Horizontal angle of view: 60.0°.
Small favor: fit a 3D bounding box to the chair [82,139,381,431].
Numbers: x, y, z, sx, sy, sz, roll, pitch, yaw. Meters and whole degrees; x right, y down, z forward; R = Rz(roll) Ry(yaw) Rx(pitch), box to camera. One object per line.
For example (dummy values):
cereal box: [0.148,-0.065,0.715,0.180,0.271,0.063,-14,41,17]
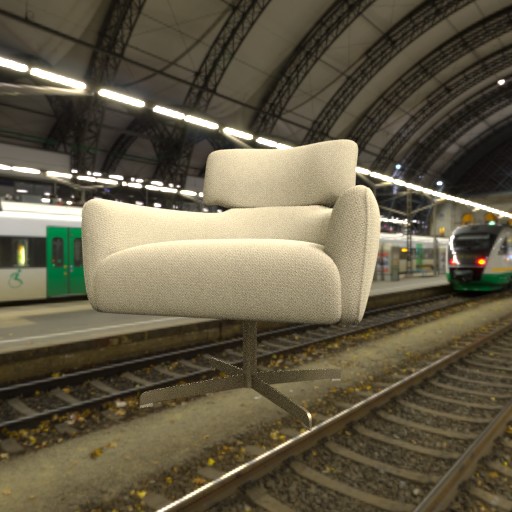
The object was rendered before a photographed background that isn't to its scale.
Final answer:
chair: [0.000,0.000,1.364,0.760,0.810,0.730,0,0,19]
